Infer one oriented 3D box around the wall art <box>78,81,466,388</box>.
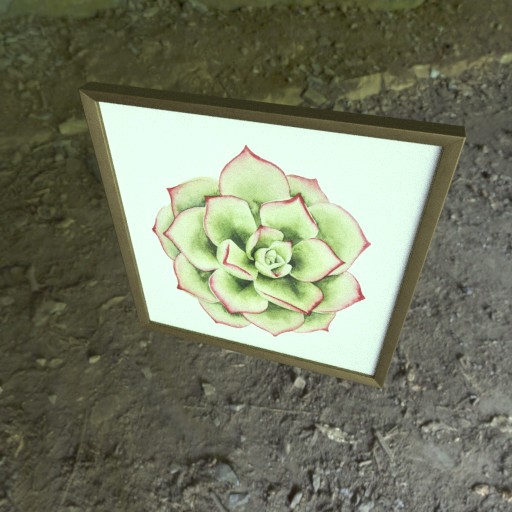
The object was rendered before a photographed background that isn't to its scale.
[{"bbox_3d":[0.000,0.000,0.729,0.503,0.506,0.031,11,42,13],"label":"wall art"}]
